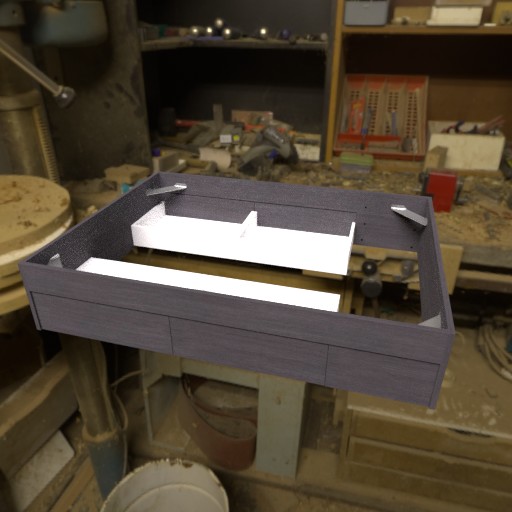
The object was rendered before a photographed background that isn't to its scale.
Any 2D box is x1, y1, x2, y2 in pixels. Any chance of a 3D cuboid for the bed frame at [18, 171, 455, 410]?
[{"bbox_3d":[0.000,0.000,2.578,1.944,0.459,1.448,8,30,14],"label":"bed frame"}]
